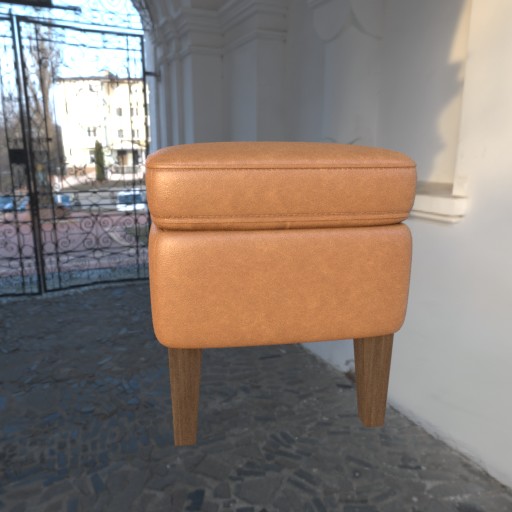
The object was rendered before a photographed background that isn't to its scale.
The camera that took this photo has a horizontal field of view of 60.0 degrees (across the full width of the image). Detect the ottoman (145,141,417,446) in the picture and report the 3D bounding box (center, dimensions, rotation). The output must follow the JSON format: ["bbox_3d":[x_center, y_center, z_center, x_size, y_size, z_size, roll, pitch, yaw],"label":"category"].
[{"bbox_3d":[0.000,0.000,0.964,0.420,0.480,0.670,-2,14,-8],"label":"ottoman"}]
